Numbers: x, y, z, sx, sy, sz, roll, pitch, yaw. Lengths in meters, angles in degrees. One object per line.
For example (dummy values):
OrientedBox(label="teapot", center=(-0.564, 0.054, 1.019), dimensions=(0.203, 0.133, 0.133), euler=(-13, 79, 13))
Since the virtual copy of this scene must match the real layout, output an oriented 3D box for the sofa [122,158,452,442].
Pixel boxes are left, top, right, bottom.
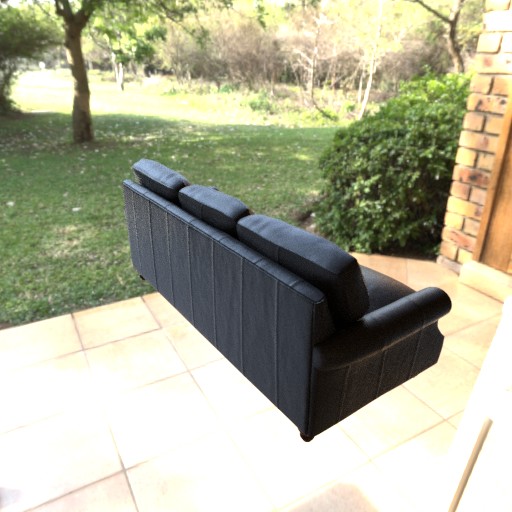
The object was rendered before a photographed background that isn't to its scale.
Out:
OrientedBox(label="sofa", center=(0.000, 0.000, 2.903), dimensions=(0.974, 0.977, 2.387), euler=(-17, 30, -32))
